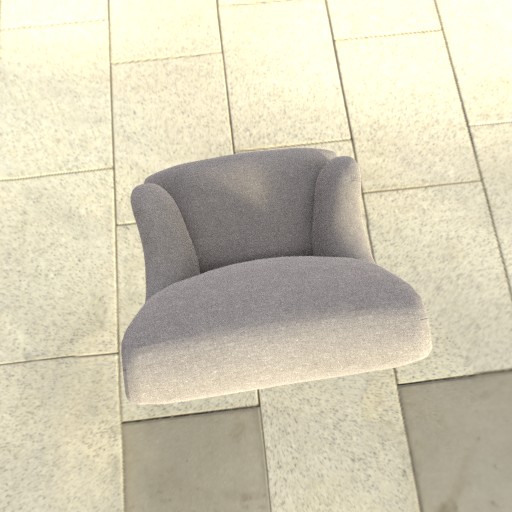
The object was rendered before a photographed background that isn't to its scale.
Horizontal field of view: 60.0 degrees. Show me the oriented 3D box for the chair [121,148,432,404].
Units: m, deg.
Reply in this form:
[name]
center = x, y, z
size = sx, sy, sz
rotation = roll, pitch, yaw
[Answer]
[chair]
center = 0.000, 0.000, 1.525
size = 0.766, 0.942, 0.843
rotation = -8, 76, -2
